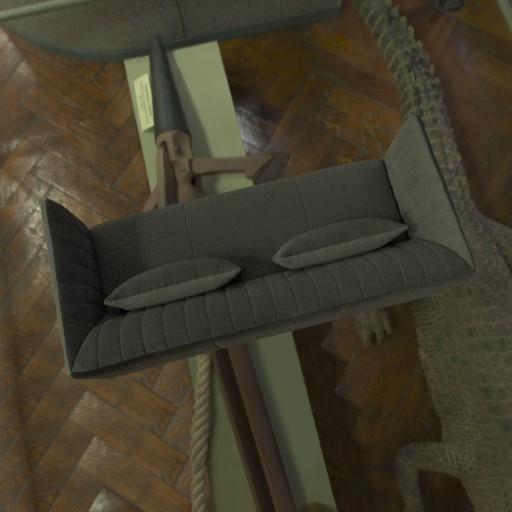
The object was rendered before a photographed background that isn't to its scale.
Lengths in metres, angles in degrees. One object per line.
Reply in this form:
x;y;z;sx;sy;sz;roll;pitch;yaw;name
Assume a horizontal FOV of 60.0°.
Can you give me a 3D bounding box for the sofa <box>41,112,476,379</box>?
0.000;0.000;2.434;1.980;0.780;0.876;-14;76;-4;sofa
